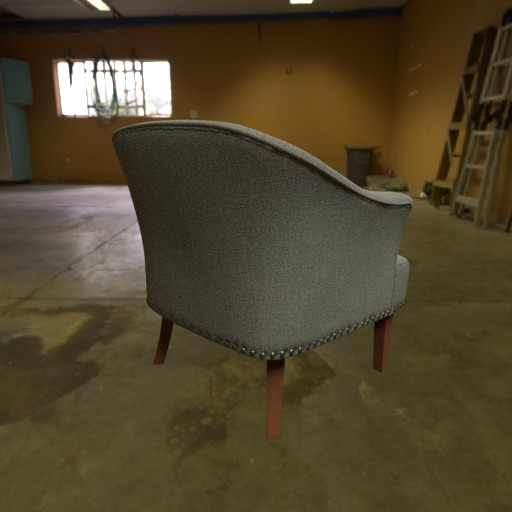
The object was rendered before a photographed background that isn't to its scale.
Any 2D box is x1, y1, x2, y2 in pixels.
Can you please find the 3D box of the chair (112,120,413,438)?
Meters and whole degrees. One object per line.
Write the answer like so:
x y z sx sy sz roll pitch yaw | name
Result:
0.000 0.000 1.426 0.704 0.815 0.798 -14 20 -42 | chair
